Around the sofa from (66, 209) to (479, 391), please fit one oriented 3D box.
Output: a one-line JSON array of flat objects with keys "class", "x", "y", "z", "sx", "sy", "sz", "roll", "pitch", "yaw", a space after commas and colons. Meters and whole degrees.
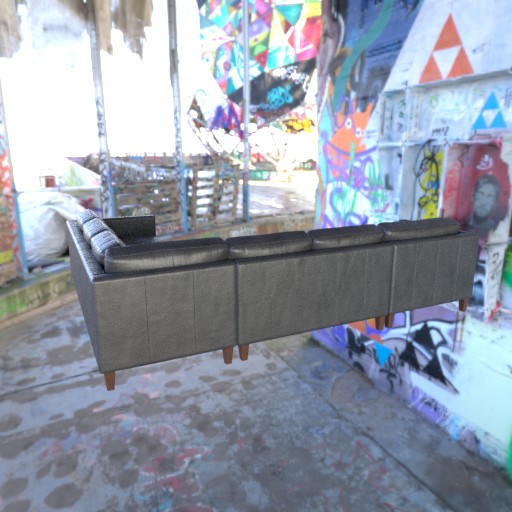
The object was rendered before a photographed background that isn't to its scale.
[{"class": "sofa", "x": 0.000, "y": 0.000, "z": 4.436, "sx": 3.324, "sy": 0.891, "sz": 2.452, "roll": -7, "pitch": 15, "yaw": -25}]
